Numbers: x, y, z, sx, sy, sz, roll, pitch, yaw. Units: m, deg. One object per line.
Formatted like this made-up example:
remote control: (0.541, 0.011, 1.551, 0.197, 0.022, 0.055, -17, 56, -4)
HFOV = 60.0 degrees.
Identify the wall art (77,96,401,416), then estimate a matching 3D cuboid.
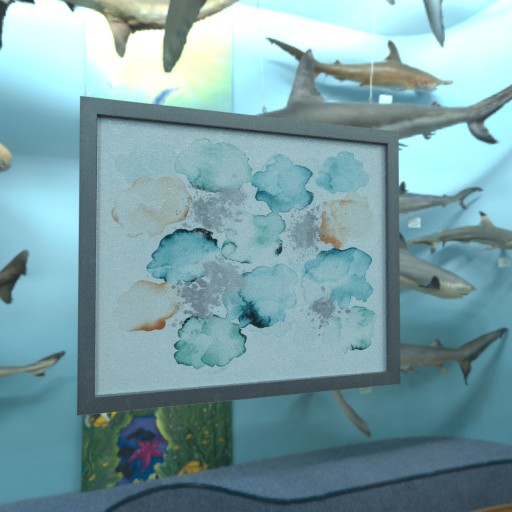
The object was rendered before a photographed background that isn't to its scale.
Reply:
wall art: (0.000, 0.000, 0.888, 0.660, 0.558, 0.026, 0, -1, -18)
